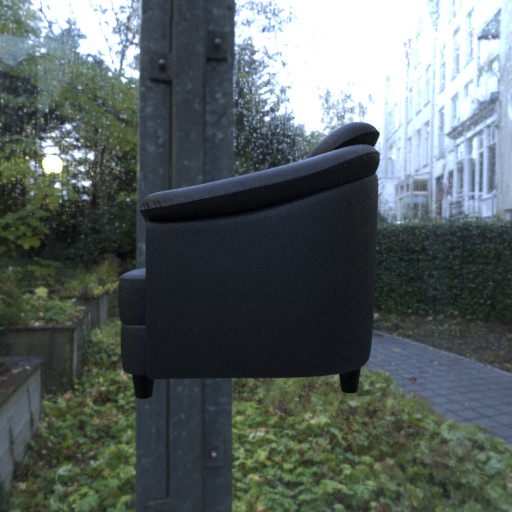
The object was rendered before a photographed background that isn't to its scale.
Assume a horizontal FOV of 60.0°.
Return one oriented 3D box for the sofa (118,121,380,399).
[{"bbox_3d":[0.000,0.000,1.542,0.794,0.811,0.870,0,0,-1],"label":"sofa"}]
